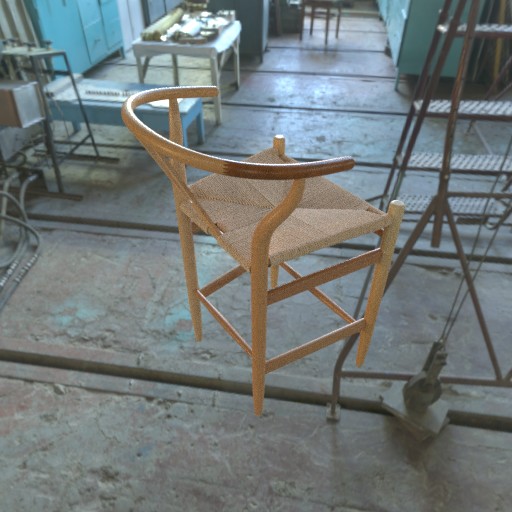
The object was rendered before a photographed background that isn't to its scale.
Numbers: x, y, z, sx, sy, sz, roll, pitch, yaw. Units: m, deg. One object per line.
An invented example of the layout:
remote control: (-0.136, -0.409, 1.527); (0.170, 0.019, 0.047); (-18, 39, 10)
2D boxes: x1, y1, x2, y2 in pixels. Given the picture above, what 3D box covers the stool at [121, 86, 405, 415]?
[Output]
stool: (0.000, 0.000, 1.275); (0.575, 0.923, 0.536); (-25, 46, -27)
